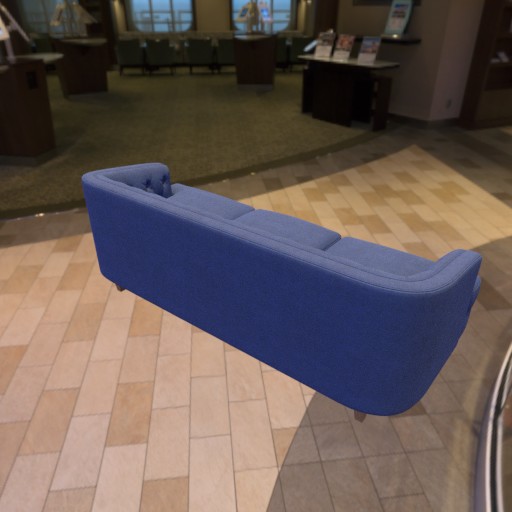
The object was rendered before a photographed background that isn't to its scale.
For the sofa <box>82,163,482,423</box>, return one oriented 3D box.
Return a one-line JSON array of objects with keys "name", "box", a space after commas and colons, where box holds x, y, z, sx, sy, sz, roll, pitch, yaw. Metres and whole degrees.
[{"name": "sofa", "box": [0.000, 0.000, 2.562, 2.235, 0.787, 0.914, 21, 36, 32]}]
